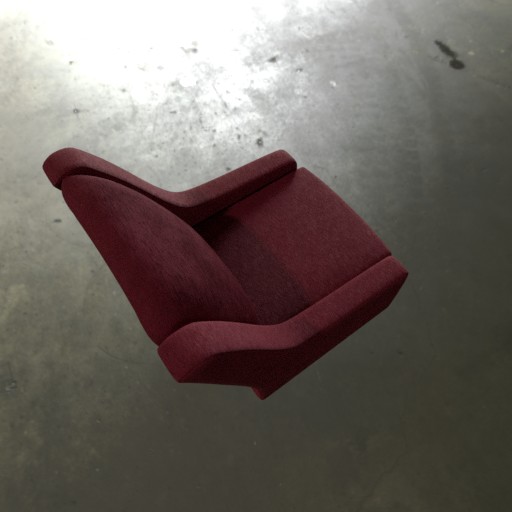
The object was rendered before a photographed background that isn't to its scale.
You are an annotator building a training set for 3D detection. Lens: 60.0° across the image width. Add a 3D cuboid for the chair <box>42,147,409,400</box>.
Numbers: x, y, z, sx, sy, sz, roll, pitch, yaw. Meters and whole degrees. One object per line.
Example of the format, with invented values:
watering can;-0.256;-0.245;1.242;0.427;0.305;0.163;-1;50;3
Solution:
chair;0.000;0.000;1.678;0.985;1.017;0.793;-32;64;-17
